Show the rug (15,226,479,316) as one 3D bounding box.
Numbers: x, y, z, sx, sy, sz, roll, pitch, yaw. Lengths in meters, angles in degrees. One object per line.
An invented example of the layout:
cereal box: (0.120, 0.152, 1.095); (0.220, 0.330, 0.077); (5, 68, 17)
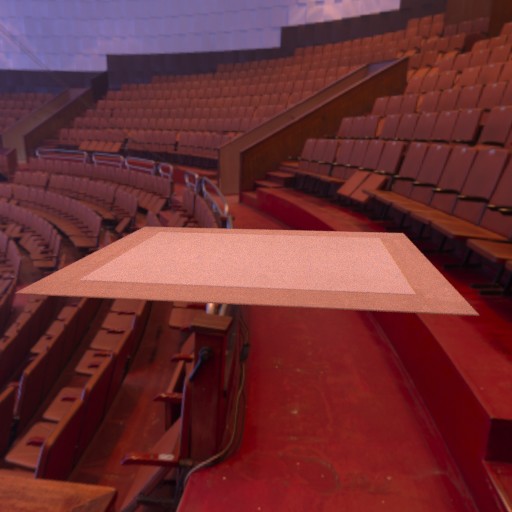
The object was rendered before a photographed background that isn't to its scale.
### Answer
rug: (0.000, 0.000, 4.043); (3.048, 0.014, 2.438); (2, 15, 7)
